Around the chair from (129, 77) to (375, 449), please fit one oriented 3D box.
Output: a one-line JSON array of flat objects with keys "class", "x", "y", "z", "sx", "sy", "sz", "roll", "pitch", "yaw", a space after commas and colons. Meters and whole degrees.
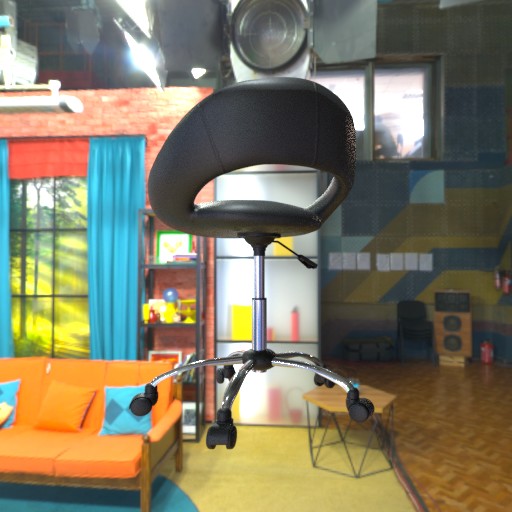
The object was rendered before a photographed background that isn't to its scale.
[{"class": "chair", "x": 0.000, "y": 0.000, "z": 1.185, "sx": 0.612, "sy": 0.791, "sz": 0.538, "roll": 1, "pitch": -2, "yaw": -36}]
